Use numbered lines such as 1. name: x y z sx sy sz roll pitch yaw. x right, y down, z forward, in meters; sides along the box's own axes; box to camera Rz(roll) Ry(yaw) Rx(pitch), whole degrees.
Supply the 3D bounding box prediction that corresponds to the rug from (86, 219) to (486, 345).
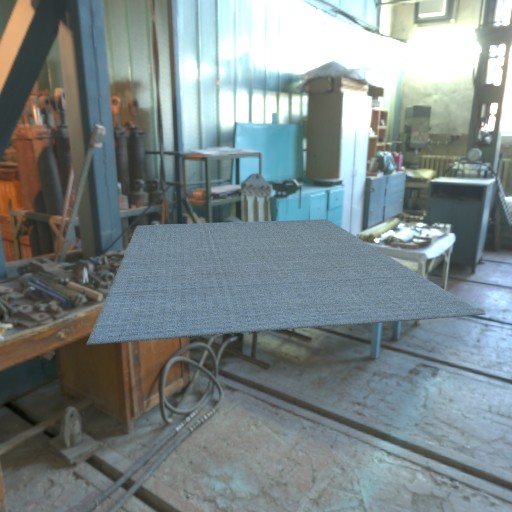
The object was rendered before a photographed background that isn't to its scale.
1. rug: 0.000 0.000 4.139 2.443 0.007 3.200 -3 16 -9
